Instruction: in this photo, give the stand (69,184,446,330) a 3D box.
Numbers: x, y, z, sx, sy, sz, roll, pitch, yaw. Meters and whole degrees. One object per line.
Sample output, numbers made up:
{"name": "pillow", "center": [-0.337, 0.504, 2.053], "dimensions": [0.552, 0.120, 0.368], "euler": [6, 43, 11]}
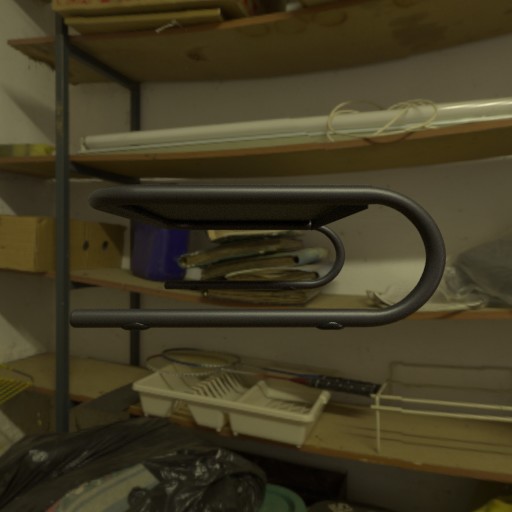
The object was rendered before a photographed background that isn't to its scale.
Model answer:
{"name": "stand", "center": [0.000, 0.000, 0.508], "dimensions": [0.280, 0.108, 0.370], "euler": [0, 0, -1]}
